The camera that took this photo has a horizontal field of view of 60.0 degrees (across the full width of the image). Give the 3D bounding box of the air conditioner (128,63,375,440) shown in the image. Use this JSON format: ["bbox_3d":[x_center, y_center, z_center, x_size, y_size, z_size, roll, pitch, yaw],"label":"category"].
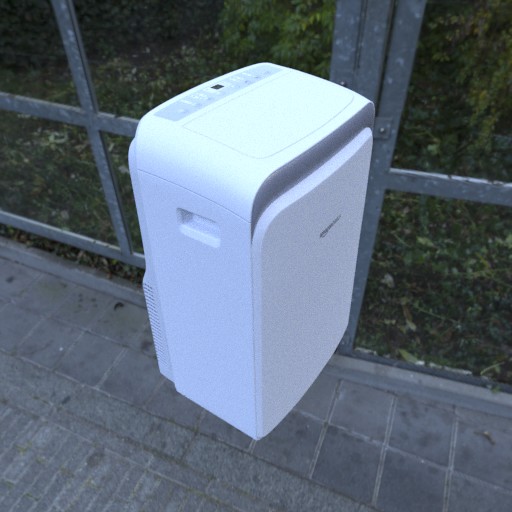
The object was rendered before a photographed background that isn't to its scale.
[{"bbox_3d":[0.000,0.000,0.971,0.365,0.700,0.454,25,47,27],"label":"air conditioner"}]
